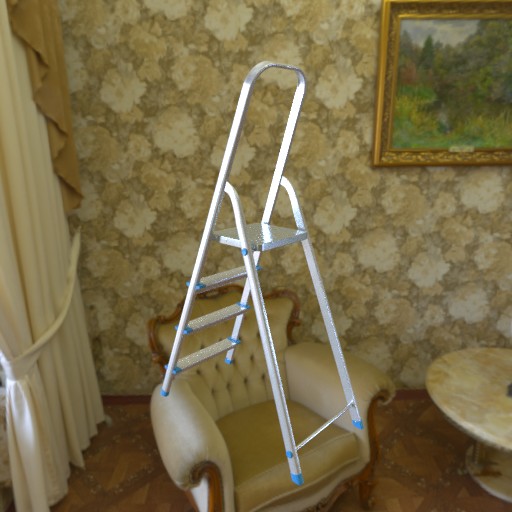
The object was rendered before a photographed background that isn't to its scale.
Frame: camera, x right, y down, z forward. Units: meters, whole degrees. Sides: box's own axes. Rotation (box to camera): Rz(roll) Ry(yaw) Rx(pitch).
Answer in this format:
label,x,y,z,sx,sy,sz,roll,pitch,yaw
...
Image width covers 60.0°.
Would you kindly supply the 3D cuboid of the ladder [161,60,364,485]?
label,x,y,z,sx,sy,sz,roll,pitch,yaw
ladder,0.000,0.000,1.805,0.842,1.434,0.445,14,21,41
